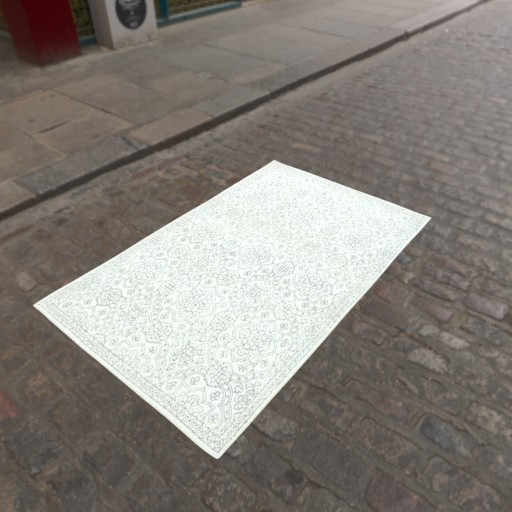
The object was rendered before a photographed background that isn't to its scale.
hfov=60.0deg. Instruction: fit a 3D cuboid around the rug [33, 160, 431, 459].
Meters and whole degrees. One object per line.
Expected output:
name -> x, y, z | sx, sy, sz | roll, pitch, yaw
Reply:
rug -> 0.000, 0.000, 3.040 | 1.518, 0.023, 2.434 | 27, 46, 29
